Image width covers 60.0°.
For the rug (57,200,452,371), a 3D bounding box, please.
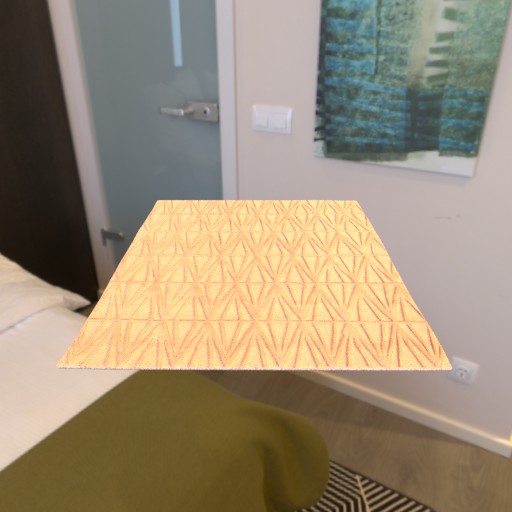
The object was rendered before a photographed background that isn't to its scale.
[{"bbox_3d":[0.000,0.000,4.076,2.453,0.043,3.052,0,27,0],"label":"rug"}]
